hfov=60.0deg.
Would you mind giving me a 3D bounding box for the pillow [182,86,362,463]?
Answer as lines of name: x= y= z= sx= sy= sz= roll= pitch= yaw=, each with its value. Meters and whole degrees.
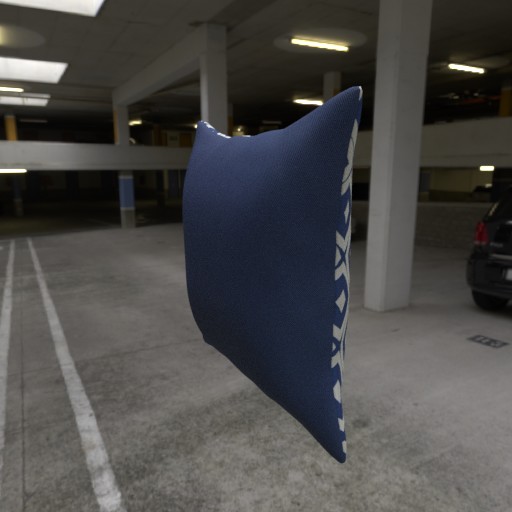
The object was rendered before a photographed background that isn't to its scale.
pillow: x=0.000 y=0.000 z=0.775 sx=0.188 sy=0.494 sz=0.504 roll=-6 pitch=13 yaw=-28
